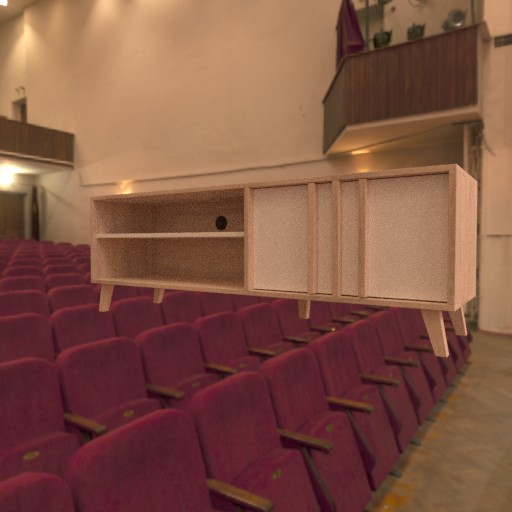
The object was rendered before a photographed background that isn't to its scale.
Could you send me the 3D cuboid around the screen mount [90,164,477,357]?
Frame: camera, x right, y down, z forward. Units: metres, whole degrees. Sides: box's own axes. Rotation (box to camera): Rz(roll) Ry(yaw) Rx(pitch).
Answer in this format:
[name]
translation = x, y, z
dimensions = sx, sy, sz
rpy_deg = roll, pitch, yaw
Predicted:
[screen mount]
translation = 0.000, 0.000, 1.727
dimensions = 1.500, 0.510, 0.400
rpy_deg = 1, 2, 33
